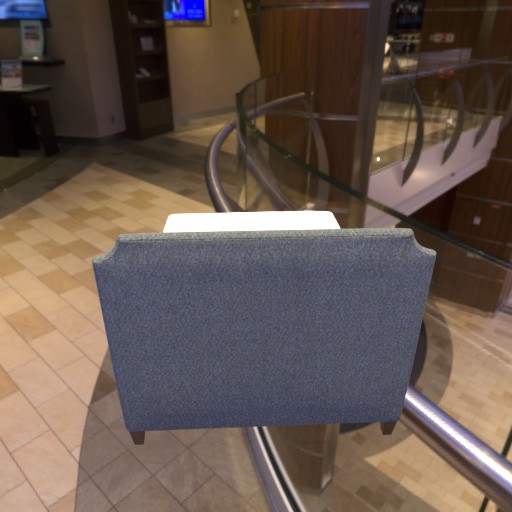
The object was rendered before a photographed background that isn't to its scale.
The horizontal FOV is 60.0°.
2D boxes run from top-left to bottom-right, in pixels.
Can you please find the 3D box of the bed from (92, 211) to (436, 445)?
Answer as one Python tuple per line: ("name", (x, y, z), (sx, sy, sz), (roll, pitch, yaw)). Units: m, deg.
("bed", (0.000, 0.000, 3.469), (1.712, 1.443, 2.372), (-1, 28, -2))
